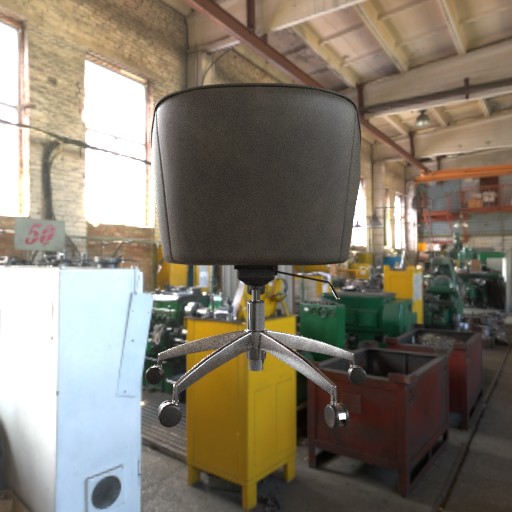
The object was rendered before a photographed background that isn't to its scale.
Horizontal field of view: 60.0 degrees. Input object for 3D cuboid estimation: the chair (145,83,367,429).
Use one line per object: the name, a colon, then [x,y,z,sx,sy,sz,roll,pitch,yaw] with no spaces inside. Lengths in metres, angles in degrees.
chair: [0.000,0.000,1.377,0.713,0.827,0.689,0,-1,0]
